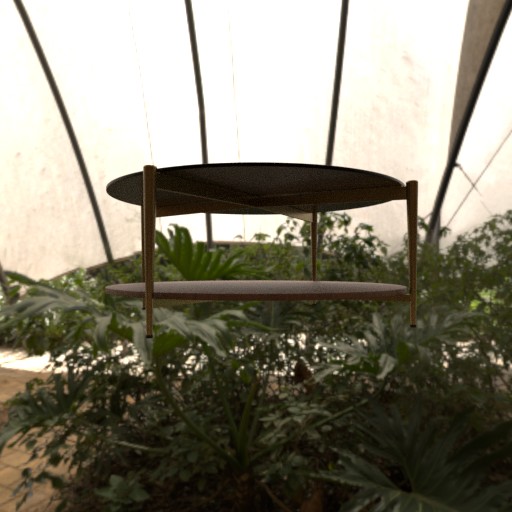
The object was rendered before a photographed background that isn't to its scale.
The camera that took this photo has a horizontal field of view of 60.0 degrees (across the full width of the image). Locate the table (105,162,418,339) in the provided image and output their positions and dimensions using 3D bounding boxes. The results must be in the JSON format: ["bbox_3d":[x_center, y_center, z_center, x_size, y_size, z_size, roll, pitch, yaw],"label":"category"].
[{"bbox_3d":[0.000,0.000,1.458,0.938,0.400,0.938,0,-1,0],"label":"table"}]
